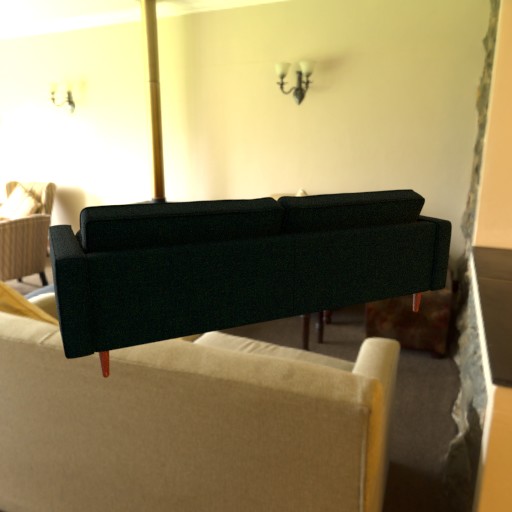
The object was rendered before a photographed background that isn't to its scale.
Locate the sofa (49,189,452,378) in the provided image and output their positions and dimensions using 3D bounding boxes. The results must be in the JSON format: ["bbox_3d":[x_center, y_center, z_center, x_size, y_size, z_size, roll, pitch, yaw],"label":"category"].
[{"bbox_3d":[0.000,0.000,2.640,2.210,0.762,0.914,-7,15,-25],"label":"sofa"}]
